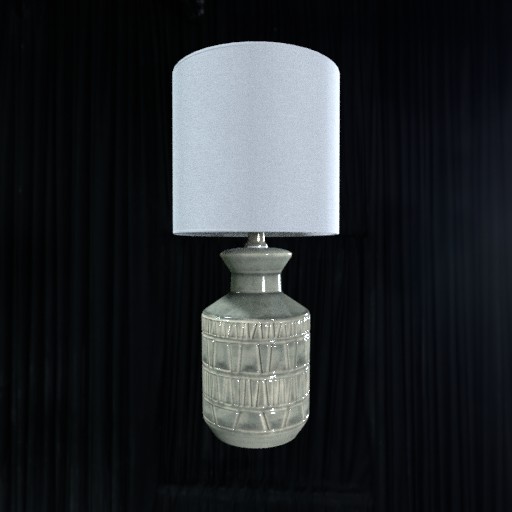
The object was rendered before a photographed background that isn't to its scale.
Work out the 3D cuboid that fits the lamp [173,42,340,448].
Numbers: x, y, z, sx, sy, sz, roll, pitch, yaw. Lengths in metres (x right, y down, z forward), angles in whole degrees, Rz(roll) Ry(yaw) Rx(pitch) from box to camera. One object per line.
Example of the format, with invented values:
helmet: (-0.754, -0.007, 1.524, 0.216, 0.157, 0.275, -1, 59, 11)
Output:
lamp: (0.000, 0.000, 0.575, 0.211, 0.455, 0.211, 0, 1, 0)
